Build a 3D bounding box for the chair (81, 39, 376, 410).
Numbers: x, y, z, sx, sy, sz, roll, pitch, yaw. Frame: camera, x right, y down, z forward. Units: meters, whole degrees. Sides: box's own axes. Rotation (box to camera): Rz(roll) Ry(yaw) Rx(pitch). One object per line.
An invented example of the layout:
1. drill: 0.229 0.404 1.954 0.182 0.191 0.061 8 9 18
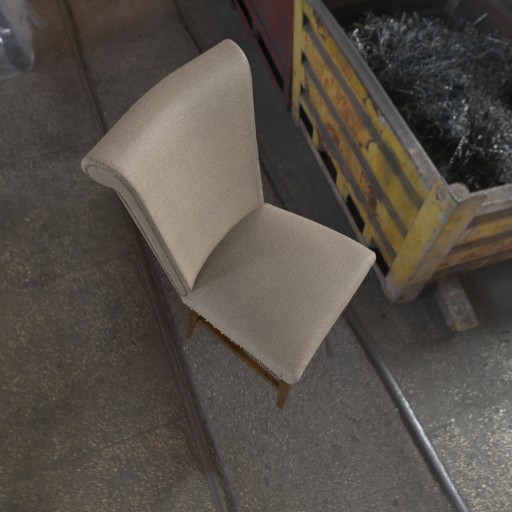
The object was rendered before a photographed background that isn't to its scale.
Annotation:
1. chair: 0.000 0.000 1.362 0.608 0.988 0.513 31 64 17
